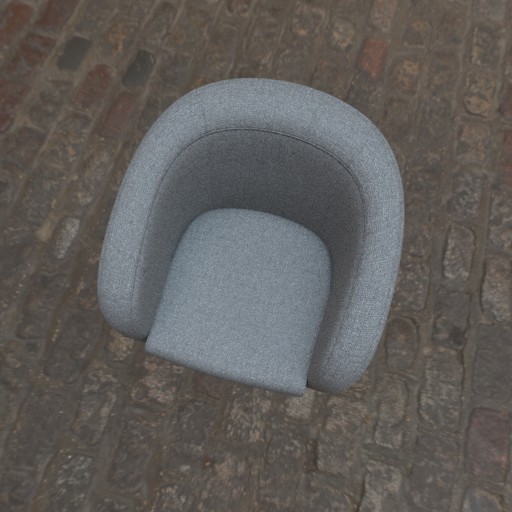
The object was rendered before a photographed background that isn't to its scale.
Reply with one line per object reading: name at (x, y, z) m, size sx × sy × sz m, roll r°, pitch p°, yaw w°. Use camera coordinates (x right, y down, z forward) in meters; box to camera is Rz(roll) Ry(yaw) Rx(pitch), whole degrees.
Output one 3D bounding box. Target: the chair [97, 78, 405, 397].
chair at (0.000, 0.000, 1.467) m, size 0.791 × 0.771 × 0.815 m, roll 15°, pitch 74°, yaw 4°
